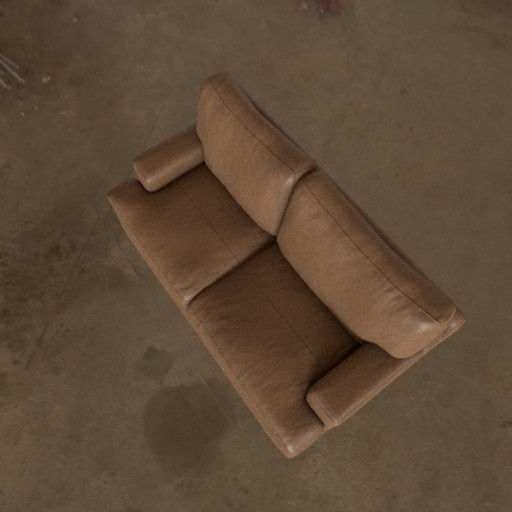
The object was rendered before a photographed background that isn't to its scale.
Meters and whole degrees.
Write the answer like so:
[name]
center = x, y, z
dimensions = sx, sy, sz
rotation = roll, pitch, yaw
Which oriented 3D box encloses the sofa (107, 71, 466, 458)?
[sofa]
center = 0.000, 0.000, 2.408
dimensions = 0.962, 0.980, 1.855
rotation = -34, 70, -14
